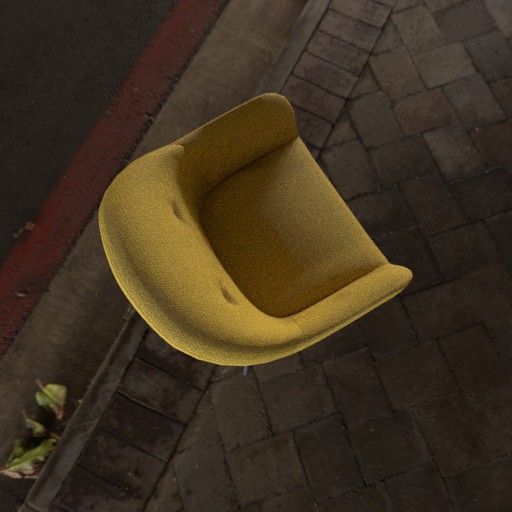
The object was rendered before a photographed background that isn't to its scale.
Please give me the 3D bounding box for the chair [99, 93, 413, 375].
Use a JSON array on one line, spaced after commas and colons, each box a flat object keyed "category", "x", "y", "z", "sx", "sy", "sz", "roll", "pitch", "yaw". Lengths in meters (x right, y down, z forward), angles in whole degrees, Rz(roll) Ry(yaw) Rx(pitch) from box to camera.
[{"category": "chair", "x": 0.000, "y": 0.000, "z": 1.161, "sx": 0.565, "sy": 0.775, "sz": 0.545, "roll": -30, "pitch": 77, "yaw": -8}]
